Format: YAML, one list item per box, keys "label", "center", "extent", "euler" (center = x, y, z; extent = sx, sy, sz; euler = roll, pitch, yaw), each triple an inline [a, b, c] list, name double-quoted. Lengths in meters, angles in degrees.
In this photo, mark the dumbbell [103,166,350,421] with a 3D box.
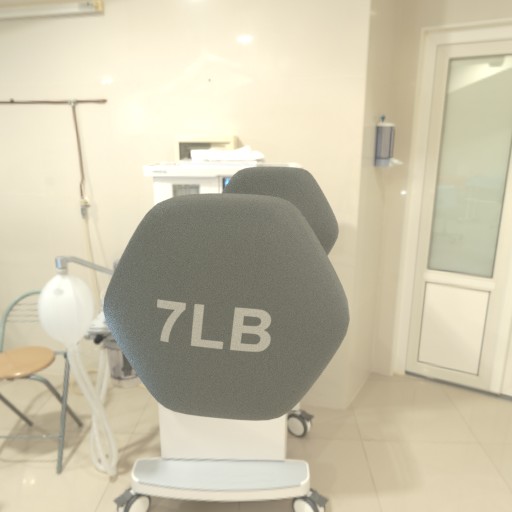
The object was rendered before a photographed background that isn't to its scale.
- label: "dumbbell"
  center: [0.000, 0.000, 0.229]
  extent: [0.090, 0.081, 0.184]
  euler: [2, 15, 9]
